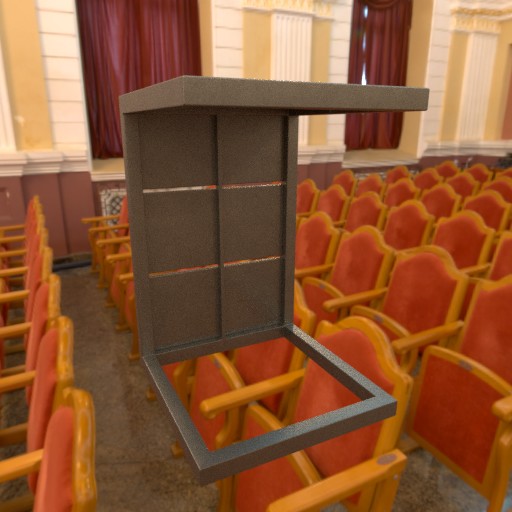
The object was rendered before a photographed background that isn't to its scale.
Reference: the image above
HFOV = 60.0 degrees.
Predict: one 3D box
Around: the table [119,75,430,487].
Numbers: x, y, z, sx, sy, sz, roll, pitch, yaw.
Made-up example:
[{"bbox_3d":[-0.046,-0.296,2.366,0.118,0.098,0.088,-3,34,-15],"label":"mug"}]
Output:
[{"bbox_3d":[0.000,0.000,0.878,0.405,0.609,0.420,-8,18,-25],"label":"table"}]
